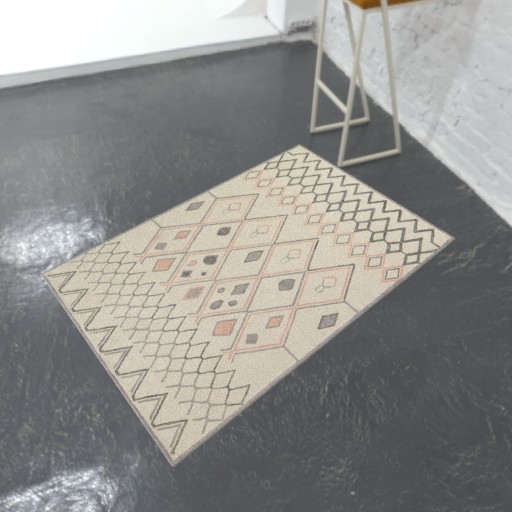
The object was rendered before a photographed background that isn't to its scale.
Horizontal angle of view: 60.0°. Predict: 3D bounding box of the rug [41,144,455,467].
[{"bbox_3d":[0.000,0.000,2.335,1.829,0.016,1.219,-32,54,-26],"label":"rug"}]
